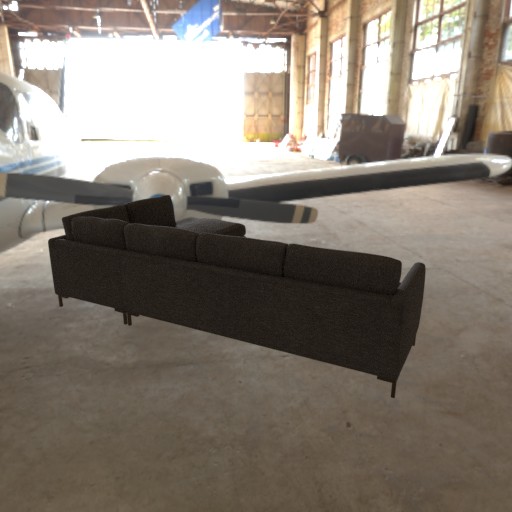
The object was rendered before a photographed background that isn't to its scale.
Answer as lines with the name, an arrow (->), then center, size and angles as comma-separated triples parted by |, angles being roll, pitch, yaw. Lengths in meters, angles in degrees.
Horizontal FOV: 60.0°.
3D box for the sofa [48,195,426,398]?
sofa -> 0.000, 0.000, 3.943 | 2.949, 0.815, 2.007 | 9, 19, 27
